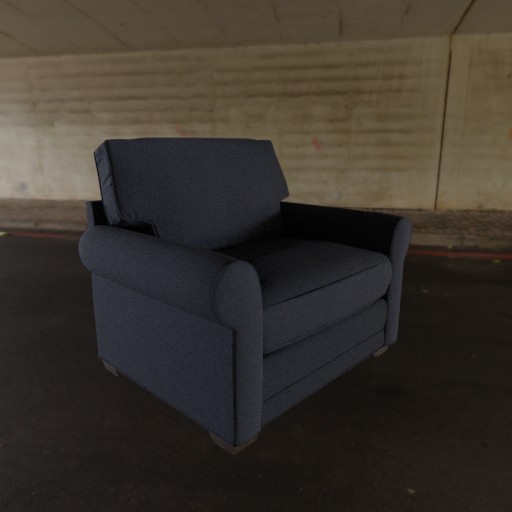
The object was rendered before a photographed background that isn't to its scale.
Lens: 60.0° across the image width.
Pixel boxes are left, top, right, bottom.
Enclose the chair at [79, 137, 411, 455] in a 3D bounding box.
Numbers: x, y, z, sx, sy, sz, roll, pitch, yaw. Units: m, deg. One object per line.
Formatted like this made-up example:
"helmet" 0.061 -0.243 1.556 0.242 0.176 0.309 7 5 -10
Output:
"chair" 0.000 0.000 2.014 0.963 1.044 1.285 13 19 42
